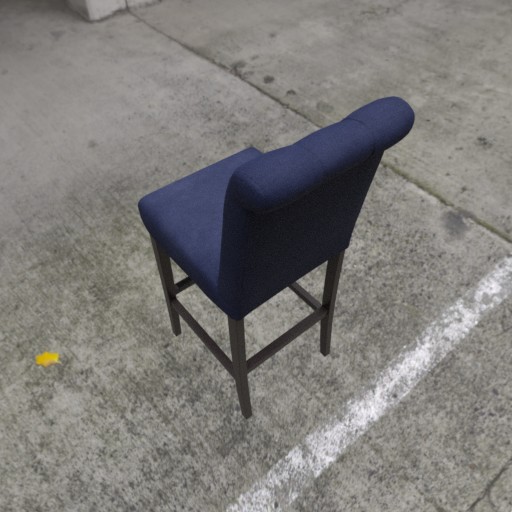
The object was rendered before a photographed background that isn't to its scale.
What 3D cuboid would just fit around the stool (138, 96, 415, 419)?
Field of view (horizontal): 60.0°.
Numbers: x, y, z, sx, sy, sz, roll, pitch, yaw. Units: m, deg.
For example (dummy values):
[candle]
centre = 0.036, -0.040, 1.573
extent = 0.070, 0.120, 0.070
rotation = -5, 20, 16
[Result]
[stool]
centre = 0.000, 0.000, 1.433
extent = 0.493, 1.140, 0.601
rotation = -31, 54, -26
